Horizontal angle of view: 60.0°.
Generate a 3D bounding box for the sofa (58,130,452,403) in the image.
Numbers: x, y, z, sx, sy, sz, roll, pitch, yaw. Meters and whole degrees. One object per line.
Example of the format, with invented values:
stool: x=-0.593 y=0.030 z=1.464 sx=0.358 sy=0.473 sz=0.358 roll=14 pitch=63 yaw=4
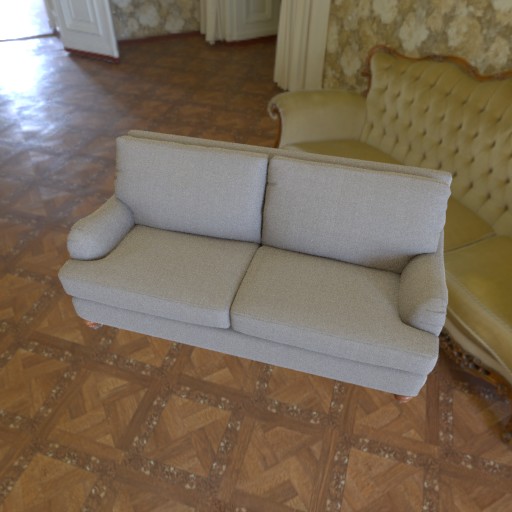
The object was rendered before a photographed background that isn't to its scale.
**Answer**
sofa: x=0.000 y=0.000 z=2.731 sx=2.160 sy=1.054 sz=1.087 roll=11 pitch=42 yaw=12
